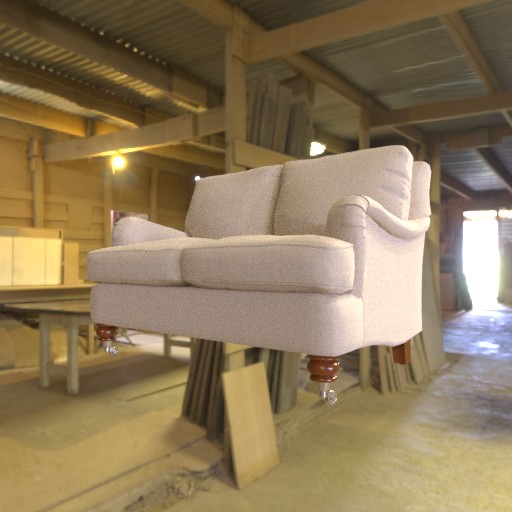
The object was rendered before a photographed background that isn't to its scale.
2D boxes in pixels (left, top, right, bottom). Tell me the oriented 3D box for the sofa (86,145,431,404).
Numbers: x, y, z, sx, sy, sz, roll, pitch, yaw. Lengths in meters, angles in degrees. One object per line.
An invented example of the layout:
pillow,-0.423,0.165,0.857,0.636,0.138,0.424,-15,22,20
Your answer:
sofa,0.000,0.000,2.264,1.508,1.048,1.087,-1,-1,38
